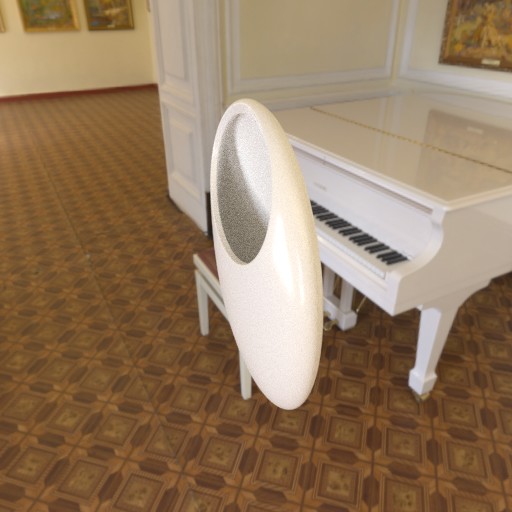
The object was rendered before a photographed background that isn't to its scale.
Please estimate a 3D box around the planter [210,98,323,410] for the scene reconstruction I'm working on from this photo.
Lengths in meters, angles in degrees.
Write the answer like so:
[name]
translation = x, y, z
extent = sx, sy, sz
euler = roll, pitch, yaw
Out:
[planter]
translation = 0.000, 0.000, 0.280
extent = 0.043, 0.188, 0.185
euler = -8, 31, -14
